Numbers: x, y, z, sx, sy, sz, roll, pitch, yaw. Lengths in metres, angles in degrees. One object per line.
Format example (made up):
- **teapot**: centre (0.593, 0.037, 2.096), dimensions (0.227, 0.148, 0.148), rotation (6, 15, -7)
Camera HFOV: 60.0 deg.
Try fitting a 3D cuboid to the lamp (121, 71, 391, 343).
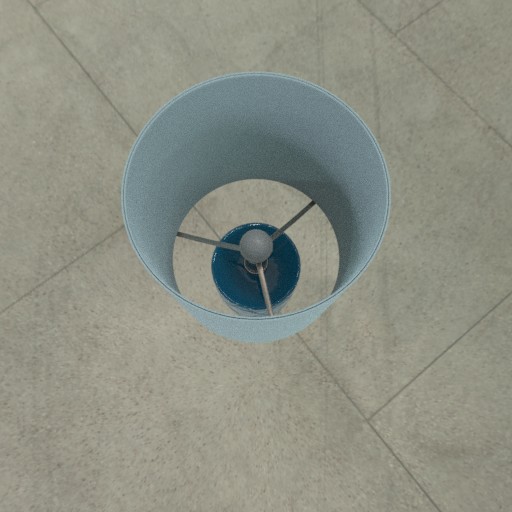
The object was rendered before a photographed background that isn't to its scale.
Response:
- **lamp**: centre (0.000, 0.000, 0.499), dimensions (0.193, 0.377, 0.193), rotation (16, 75, 4)
